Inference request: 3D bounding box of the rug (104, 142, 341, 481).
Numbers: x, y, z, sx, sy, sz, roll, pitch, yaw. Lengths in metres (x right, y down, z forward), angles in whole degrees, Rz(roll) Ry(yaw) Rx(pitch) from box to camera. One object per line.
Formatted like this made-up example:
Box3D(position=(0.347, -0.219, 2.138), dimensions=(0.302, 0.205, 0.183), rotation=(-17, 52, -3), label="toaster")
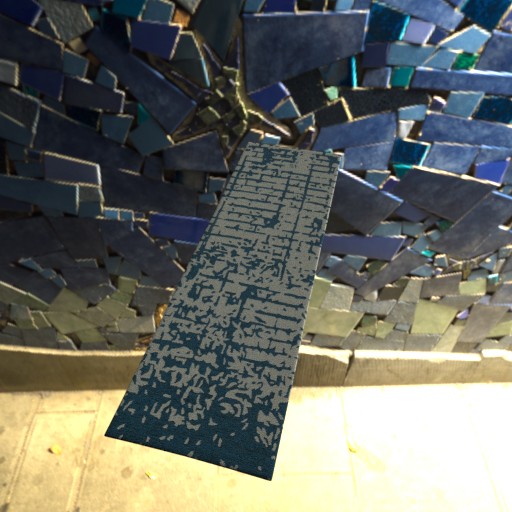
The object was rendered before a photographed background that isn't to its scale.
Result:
Box3D(position=(0.000, 0.000, 2.683), dimensions=(0.750, 0.011, 2.435), rotation=(10, 47, 10), label="rug")
